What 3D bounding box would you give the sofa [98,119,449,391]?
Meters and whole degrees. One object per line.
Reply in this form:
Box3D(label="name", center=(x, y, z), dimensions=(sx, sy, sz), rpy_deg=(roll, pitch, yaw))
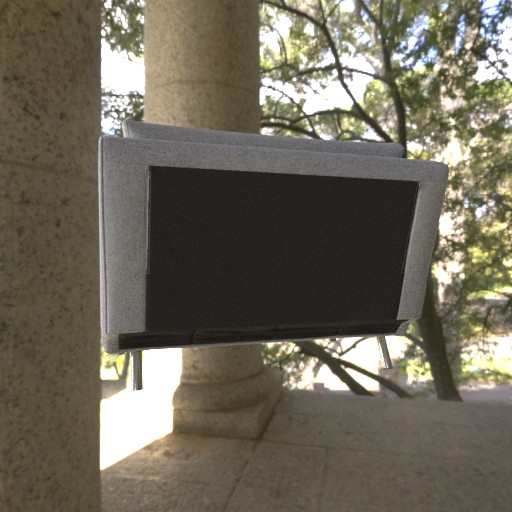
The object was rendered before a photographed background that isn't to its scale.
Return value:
Box3D(label="sofa", center=(0.000, 0.000, 1.865), dimensions=(1.220, 0.910, 0.910), rpy_deg=(0, 0, -17))
